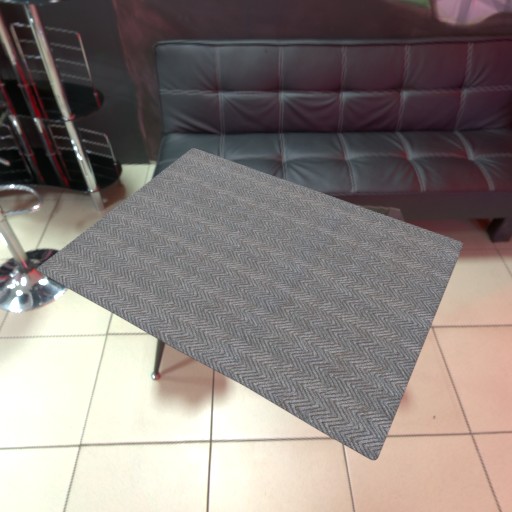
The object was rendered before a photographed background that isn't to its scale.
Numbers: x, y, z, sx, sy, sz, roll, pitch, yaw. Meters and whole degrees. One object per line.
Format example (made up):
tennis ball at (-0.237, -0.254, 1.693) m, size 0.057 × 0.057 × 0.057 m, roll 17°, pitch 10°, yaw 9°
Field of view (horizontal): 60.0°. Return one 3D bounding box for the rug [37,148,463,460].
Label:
rug at (0.000, 0.000, 5.054) m, size 3.957 × 0.011 × 2.894 m, roll 23°, pitch 50°, yaw 21°
